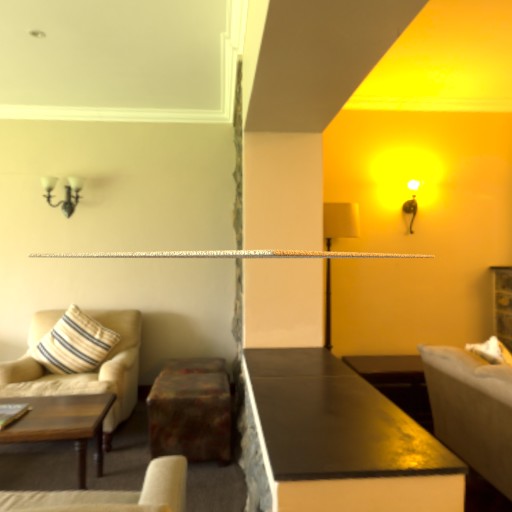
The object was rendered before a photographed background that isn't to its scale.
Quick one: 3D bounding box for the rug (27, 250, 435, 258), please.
[{"bbox_3d":[0.000,0.000,4.136,2.438,0.029,3.047,0,-1,36],"label":"rug"}]
